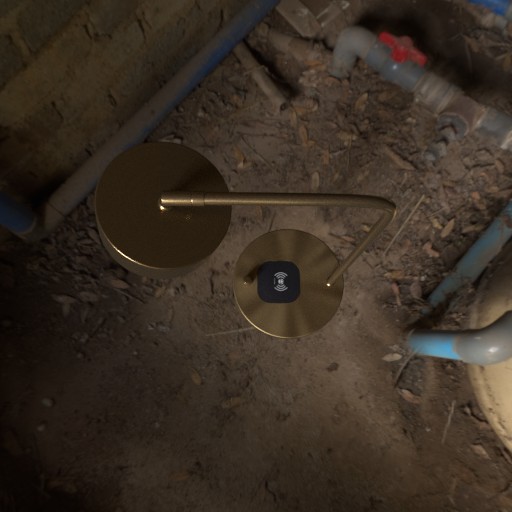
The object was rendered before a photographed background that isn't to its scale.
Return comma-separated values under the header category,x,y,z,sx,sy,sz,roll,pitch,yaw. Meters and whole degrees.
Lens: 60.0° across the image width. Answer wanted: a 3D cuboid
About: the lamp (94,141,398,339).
category,x,y,z,sx,sy,sz,roll,pitch,yaw
lamp,0.000,0.000,0.521,0.270,0.380,0.171,1,76,0
